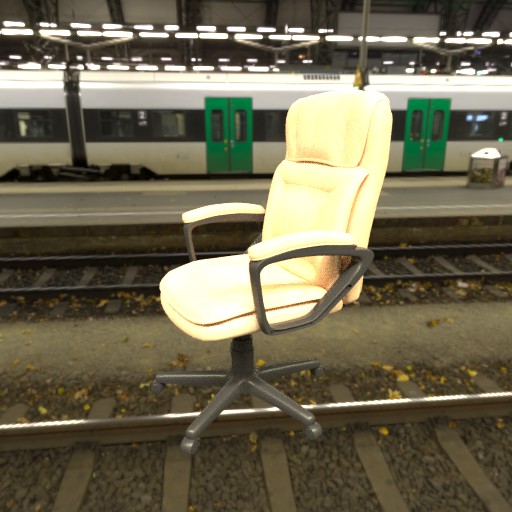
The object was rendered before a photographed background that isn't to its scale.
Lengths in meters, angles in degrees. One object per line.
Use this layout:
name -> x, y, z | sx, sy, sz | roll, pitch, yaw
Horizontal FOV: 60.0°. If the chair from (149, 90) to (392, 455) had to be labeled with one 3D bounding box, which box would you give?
chair -> 0.000, 0.000, 1.550 | 0.724, 1.105, 0.667 | -8, 18, -26
